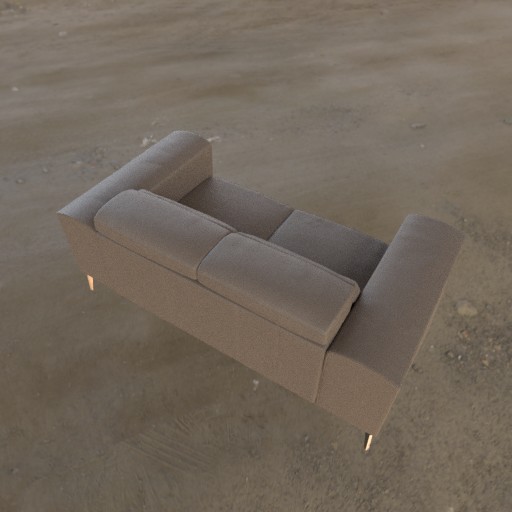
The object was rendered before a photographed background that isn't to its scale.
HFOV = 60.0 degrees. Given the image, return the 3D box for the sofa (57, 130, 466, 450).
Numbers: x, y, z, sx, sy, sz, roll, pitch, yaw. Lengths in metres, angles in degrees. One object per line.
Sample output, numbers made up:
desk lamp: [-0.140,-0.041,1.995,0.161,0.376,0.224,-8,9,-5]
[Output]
sofa: [0.000,0.000,2.429,1.895,0.779,1.003,24,51,22]
